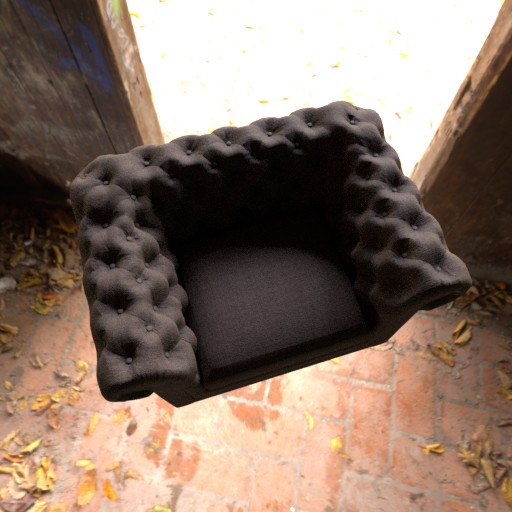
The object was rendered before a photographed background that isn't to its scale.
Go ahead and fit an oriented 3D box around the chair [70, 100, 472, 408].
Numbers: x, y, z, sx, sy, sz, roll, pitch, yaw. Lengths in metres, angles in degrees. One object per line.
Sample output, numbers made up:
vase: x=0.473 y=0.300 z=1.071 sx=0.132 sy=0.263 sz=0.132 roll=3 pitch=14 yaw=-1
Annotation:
chair: x=0.000 y=0.000 z=1.883 sx=1.298 sy=0.780 sz=0.945 roll=-15 pitch=65 yaw=-8
